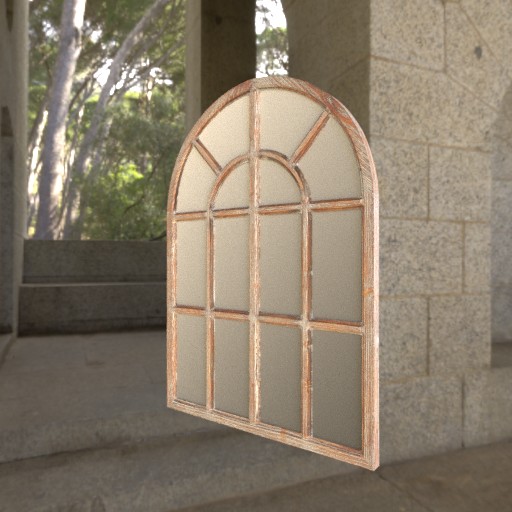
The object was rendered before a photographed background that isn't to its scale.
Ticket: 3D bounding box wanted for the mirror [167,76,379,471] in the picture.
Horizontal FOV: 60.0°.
[{"bbox_3d":[0.000,0.000,1.162,0.660,0.920,0.032,0,0,38],"label":"mirror"}]
